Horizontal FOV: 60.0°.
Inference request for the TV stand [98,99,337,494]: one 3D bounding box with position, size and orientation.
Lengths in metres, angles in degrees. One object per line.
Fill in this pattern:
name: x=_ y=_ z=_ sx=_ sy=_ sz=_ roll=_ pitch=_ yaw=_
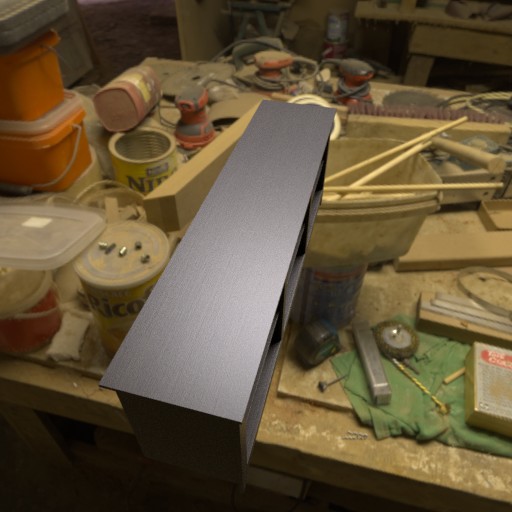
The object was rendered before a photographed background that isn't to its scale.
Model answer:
TV stand: x=0.000 y=0.000 z=1.989 sx=0.406 sy=0.610 sz=1.778 roll=11 pitch=46 yaw=11
